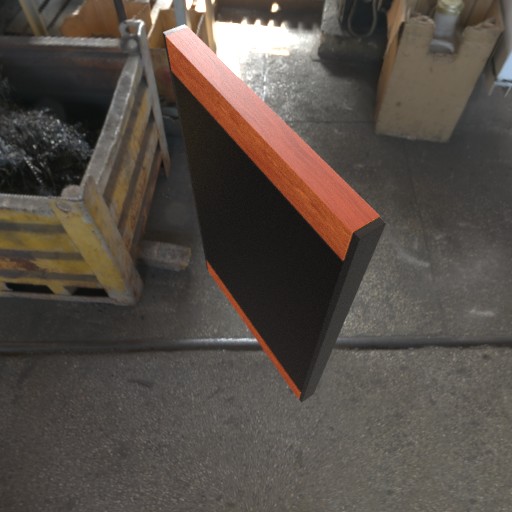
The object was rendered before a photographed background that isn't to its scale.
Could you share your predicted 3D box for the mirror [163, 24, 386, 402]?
[{"bbox_3d":[0.000,0.000,1.017,0.047,0.823,0.525,-30,63,-17],"label":"mirror"}]
